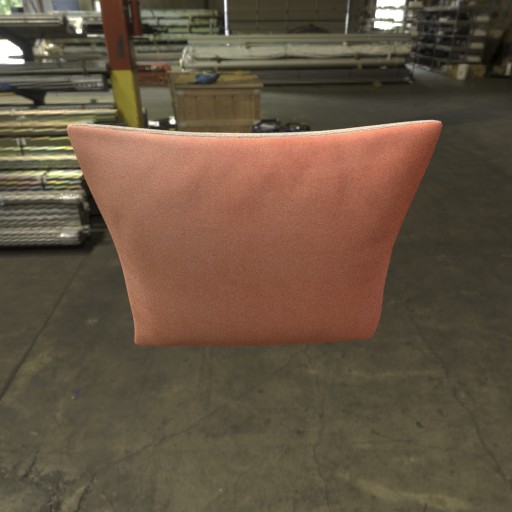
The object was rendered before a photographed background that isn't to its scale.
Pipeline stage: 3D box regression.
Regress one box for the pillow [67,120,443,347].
[{"bbox_3d":[0.000,0.000,0.641,0.424,0.401,0.177,-1,29,-2],"label":"pillow"}]
